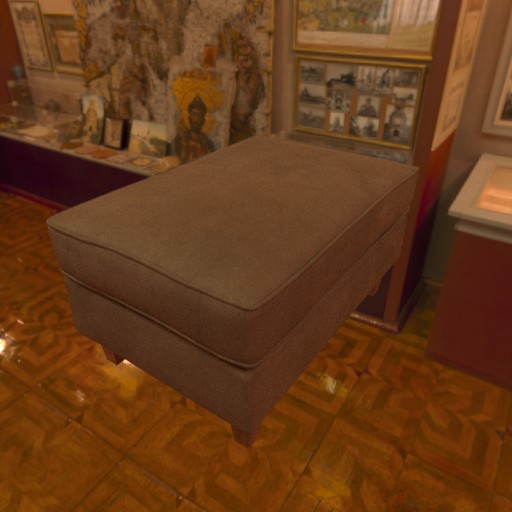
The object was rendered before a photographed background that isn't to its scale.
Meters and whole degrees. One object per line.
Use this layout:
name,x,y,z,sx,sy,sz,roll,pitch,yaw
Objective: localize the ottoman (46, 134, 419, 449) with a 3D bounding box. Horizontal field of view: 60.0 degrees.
ottoman,0.000,0.000,1.233,0.596,0.481,0.860,20,36,30
